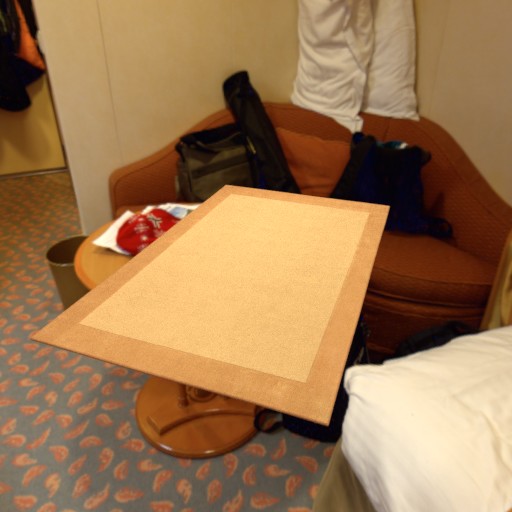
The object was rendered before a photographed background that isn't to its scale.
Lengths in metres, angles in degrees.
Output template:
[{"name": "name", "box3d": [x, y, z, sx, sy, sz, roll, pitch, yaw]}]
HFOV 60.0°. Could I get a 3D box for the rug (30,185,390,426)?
[{"name": "rug", "box3d": [0.000, 0.000, 2.997, 1.524, 0.014, 2.438, 10, 30, 18]}]
